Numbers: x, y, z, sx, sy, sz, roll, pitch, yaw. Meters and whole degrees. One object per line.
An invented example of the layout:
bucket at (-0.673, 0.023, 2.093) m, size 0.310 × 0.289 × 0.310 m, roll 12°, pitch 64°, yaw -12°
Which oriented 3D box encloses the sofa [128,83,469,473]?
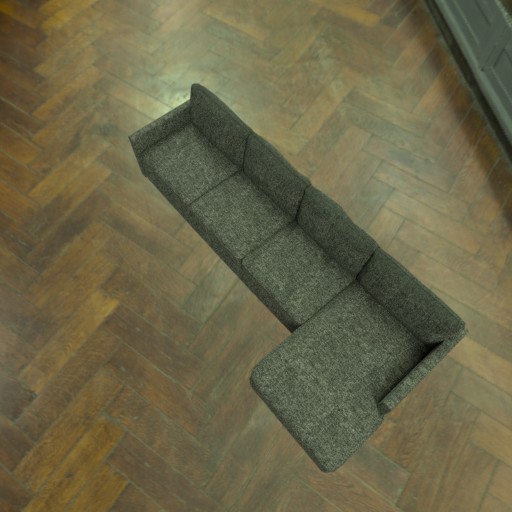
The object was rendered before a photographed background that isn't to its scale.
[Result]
sofa at (0.000, 0.000, 3.966) m, size 1.488 × 0.970 × 3.384 m, roll -38°, pitch 70°, yaw -17°
